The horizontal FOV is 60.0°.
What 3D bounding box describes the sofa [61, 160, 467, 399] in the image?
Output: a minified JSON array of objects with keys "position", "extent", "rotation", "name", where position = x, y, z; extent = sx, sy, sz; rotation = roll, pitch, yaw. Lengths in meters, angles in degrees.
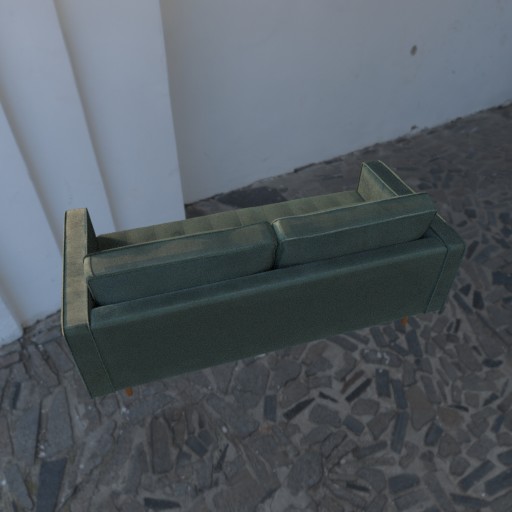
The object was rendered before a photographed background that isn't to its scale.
[{"position":[0.000,0.000,2.284],"extent":[1.816,0.781,0.886],"rotation":[-11,42,-13],"name":"sofa"}]
